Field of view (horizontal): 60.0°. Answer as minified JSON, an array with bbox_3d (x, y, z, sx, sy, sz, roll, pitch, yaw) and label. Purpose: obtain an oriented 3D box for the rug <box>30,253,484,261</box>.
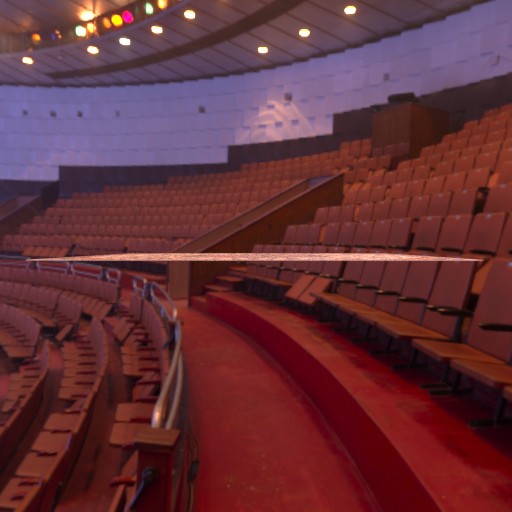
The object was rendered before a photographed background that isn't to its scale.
[{"bbox_3d":[0.000,0.000,4.184,3.067,0.005,2.454,0,1,1],"label":"rug"}]
